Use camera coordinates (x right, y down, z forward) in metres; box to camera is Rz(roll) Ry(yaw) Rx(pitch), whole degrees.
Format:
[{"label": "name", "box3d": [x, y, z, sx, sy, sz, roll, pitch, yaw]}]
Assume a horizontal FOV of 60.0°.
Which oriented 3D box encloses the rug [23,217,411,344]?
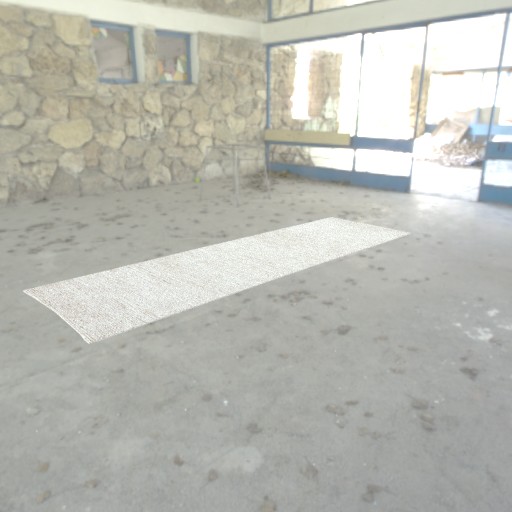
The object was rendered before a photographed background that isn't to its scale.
[{"label": "rug", "box3d": [0.000, 0.000, 2.607, 2.346, 0.013, 0.712, -16, 23, -41]}]
